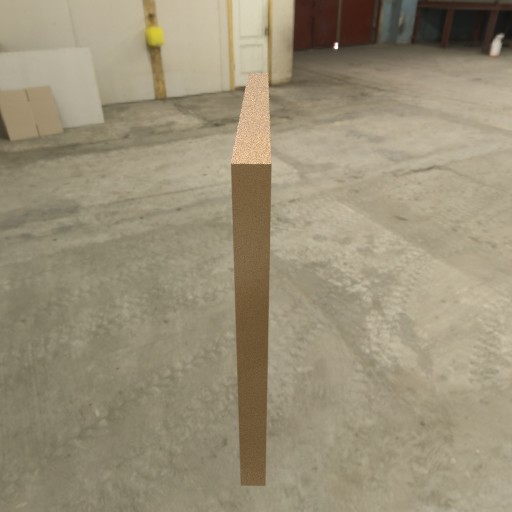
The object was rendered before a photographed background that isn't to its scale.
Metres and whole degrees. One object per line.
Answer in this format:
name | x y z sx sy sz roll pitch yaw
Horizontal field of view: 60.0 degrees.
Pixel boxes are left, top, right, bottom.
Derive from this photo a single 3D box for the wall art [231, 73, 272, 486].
wall art | 0.000 0.000 0.764 0.038 0.511 0.513 1 31 1
